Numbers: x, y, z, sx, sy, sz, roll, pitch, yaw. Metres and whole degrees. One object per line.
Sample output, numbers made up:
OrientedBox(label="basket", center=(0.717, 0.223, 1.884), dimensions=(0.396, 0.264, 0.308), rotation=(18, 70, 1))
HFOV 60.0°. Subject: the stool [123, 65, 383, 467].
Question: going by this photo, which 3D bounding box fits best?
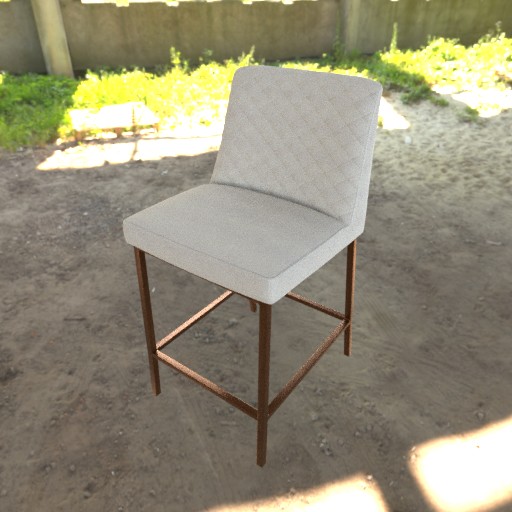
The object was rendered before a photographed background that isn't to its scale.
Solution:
OrientedBox(label="stool", center=(0.000, 0.000, 1.317), dimensions=(0.507, 0.973, 0.576), rotation=(21, 37, 30))
